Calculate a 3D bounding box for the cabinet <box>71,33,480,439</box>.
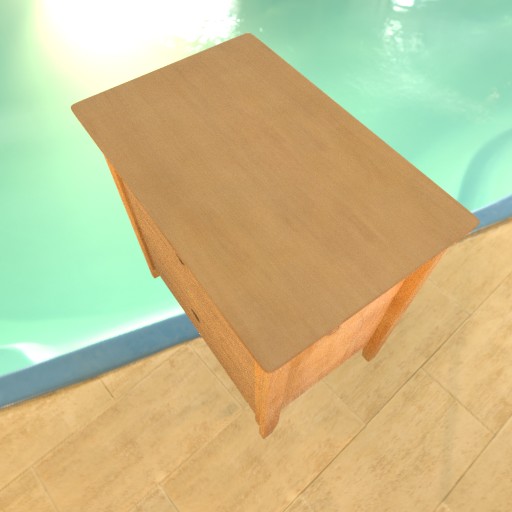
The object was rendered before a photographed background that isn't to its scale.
[{"bbox_3d":[0.000,0.000,1.240,0.503,0.762,0.763,-31,63,-18],"label":"cabinet"}]
